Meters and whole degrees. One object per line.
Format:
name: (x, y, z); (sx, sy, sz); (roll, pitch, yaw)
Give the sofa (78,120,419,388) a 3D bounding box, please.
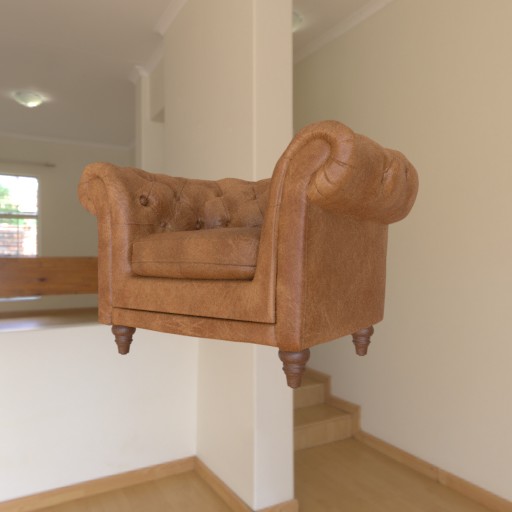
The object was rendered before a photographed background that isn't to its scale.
sofa: (0.000, 0.000, 2.066); (1.405, 0.878, 1.033); (0, 0, 35)
